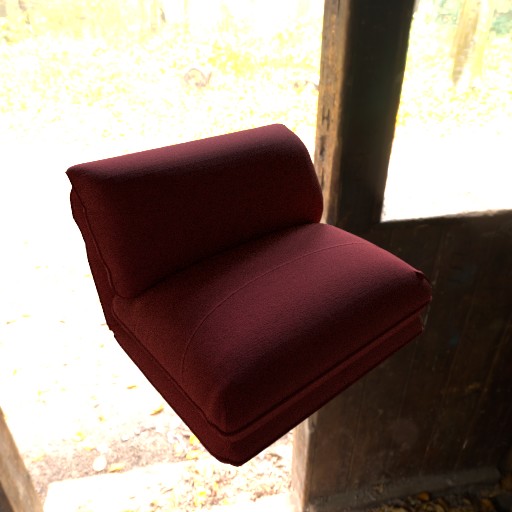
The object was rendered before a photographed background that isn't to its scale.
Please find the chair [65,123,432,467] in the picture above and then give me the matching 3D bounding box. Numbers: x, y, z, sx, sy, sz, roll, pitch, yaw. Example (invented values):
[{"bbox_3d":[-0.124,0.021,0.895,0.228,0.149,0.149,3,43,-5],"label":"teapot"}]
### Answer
[{"bbox_3d":[0.000,0.000,1.327,0.820,0.580,0.780,-23,37,-34],"label":"chair"}]
